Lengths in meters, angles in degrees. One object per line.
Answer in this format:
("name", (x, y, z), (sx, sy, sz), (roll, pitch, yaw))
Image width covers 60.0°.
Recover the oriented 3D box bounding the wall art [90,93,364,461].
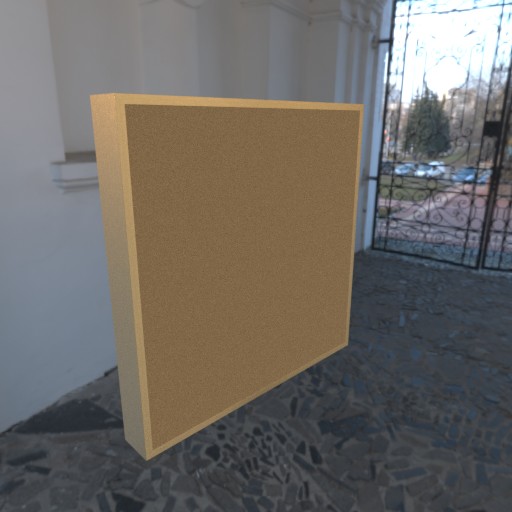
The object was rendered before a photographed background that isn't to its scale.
("wall art", (0.000, 0.000, 0.460), (0.304, 0.304, 0.038), (-16, 23, -42))
